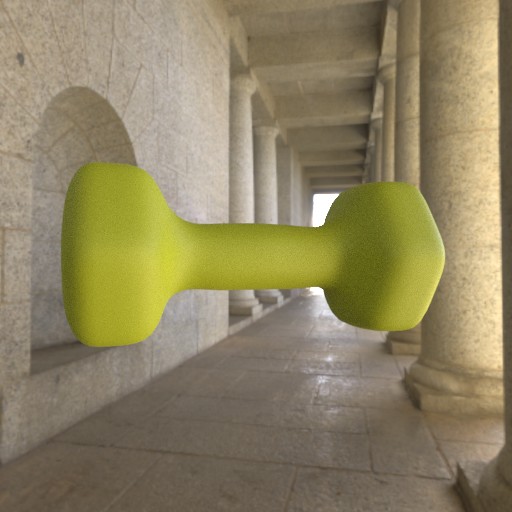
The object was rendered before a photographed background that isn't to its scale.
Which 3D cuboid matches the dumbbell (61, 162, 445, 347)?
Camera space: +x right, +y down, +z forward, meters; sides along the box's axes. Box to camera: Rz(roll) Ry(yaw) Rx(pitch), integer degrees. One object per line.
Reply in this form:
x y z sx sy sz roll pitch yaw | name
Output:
0.000 0.000 0.204 0.164 0.072 0.080 0 -1 -17 | dumbbell
